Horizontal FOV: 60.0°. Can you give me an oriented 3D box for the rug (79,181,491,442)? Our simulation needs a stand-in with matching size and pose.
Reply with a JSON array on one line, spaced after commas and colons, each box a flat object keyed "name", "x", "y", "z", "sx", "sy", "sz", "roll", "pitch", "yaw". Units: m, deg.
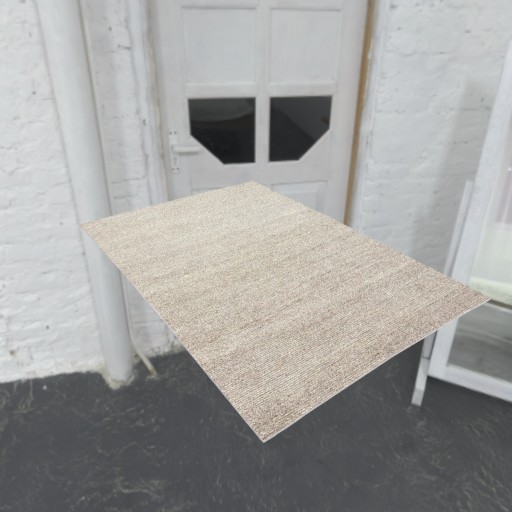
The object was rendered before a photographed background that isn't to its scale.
[{"name": "rug", "x": 0.000, "y": 0.000, "z": 2.910, "sx": 1.609, "sy": 0.030, "sz": 2.342, "roll": -20, "pitch": 35, "yaw": -30}]
